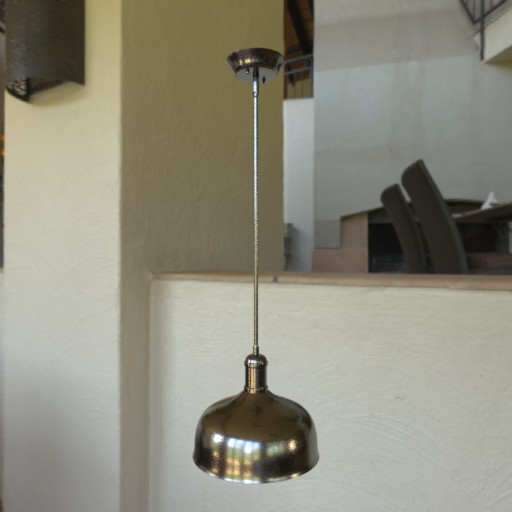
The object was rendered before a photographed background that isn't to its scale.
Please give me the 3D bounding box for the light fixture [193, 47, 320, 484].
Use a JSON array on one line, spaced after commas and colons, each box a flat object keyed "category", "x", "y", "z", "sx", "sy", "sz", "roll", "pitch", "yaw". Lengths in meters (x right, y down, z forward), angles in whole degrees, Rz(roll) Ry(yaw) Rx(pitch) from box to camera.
[{"category": "light fixture", "x": 0.000, "y": 0.000, "z": 1.061, "sx": 0.299, "sy": 0.935, "sz": 0.299, "roll": 0, "pitch": -1, "yaw": 35}]
